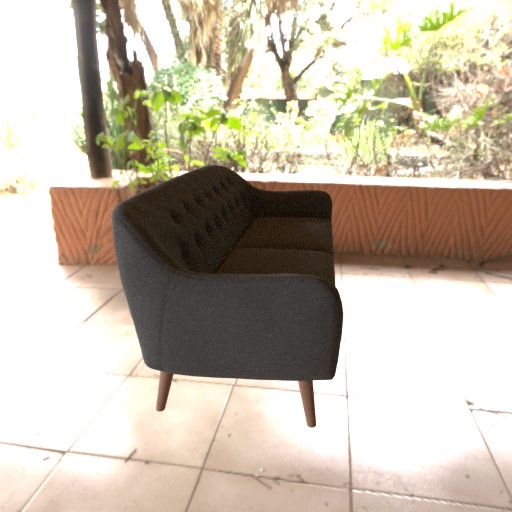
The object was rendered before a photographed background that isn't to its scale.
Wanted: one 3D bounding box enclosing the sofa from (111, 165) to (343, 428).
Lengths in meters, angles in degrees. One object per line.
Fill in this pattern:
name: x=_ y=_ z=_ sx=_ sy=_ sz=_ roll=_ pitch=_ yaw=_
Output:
sofa: x=0.000 y=0.000 z=2.296 sx=0.820 sy=0.820 sz=1.840 roll=3 pitch=18 yaw=8
